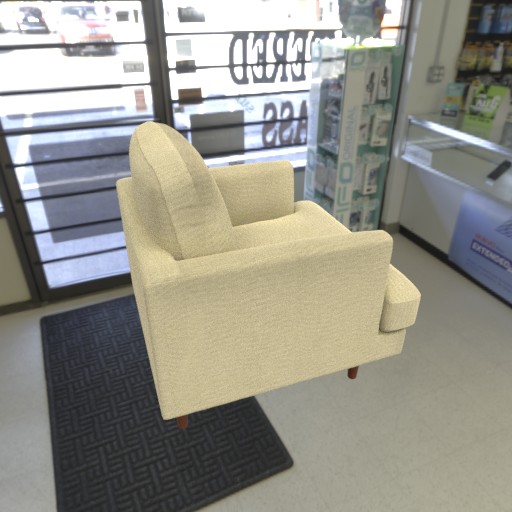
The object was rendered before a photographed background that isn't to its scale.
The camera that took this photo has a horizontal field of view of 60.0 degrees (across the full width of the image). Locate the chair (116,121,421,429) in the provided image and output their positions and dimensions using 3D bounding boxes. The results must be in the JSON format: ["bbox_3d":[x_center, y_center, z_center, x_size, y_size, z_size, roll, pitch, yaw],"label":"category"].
[{"bbox_3d":[0.000,0.000,1.679,0.899,0.957,0.858,-10,32,-17],"label":"chair"}]
